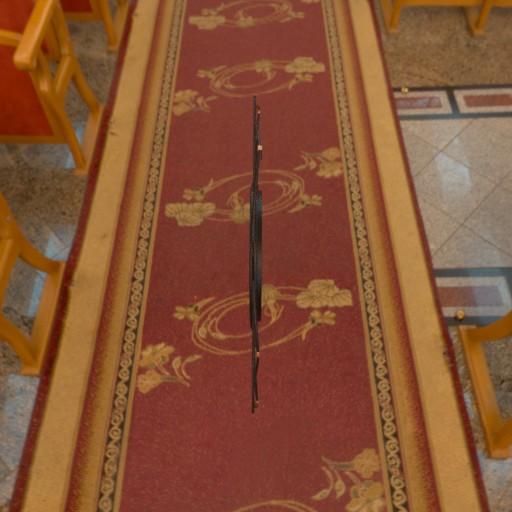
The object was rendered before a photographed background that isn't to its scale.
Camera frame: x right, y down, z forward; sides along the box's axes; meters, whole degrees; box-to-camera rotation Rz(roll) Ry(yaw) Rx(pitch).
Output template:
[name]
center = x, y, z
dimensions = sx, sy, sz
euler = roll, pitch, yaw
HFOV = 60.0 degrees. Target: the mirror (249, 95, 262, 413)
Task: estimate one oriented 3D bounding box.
[mirror]
center = 0.000, 0.000, 1.161
dimensions = 0.028, 0.775, 0.797
euler = 0, 58, 0
